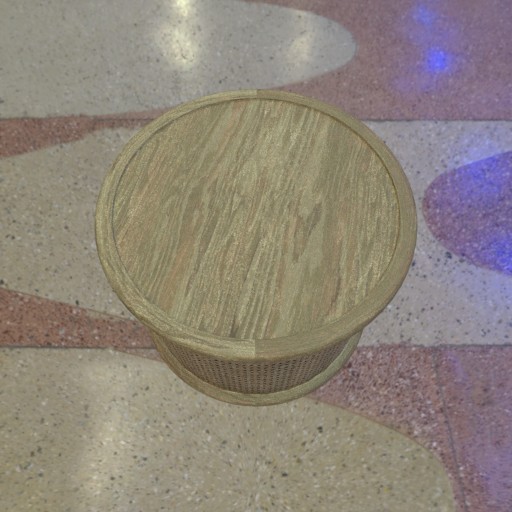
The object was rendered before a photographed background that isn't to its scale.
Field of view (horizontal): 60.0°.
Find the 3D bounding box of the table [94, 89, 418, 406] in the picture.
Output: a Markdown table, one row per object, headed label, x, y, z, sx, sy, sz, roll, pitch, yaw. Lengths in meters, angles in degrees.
| label | x | y | z | sx | sy | sz | roll | pitch | yaw |
| --- | --- | --- | --- | --- | --- | --- | --- | --- | --- |
| table | 0.000 | 0.000 | 1.034 | 0.607 | 0.450 | 0.607 | 0 | 62 | 0 |
